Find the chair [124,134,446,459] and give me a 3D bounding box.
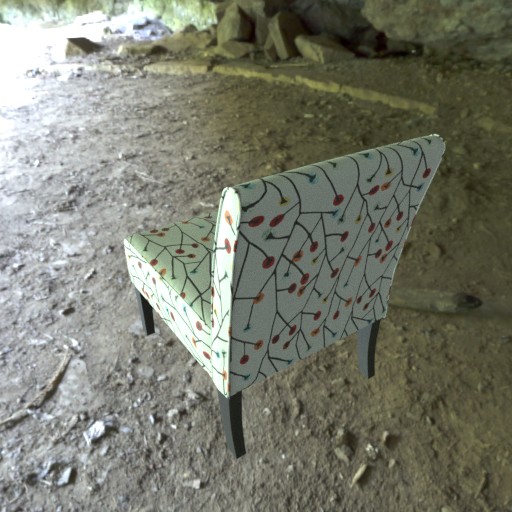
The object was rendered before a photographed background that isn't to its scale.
[{"bbox_3d":[0.000,0.000,1.342,0.597,0.813,0.732,-20,37,-29],"label":"chair"}]
